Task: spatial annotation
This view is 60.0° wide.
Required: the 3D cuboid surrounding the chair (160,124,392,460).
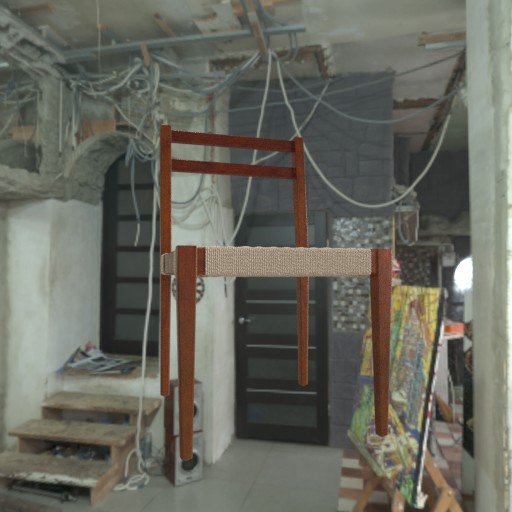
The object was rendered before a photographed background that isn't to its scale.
[{"bbox_3d":[0.000,0.000,1.232,0.495,0.851,0.569,1,-2,-16],"label":"chair"}]
